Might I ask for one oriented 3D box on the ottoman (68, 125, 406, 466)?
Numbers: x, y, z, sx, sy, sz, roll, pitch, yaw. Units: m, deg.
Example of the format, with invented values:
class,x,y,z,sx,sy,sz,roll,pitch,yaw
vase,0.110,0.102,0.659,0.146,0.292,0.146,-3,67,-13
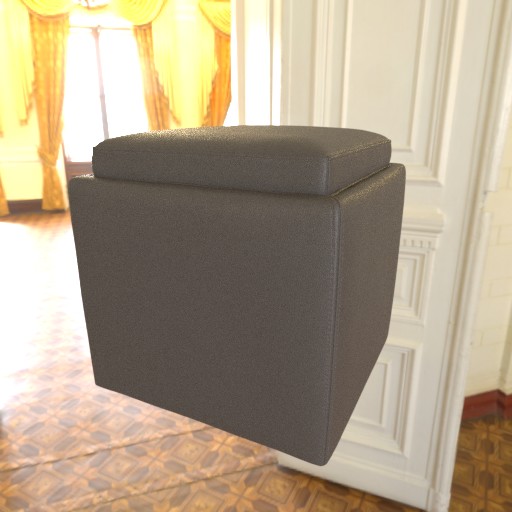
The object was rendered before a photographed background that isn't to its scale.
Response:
class,x,y,z,sx,sy,sz,roll,pitch,yaw
ottoman,0.000,0.000,0.818,0.451,0.460,0.450,9,20,26
